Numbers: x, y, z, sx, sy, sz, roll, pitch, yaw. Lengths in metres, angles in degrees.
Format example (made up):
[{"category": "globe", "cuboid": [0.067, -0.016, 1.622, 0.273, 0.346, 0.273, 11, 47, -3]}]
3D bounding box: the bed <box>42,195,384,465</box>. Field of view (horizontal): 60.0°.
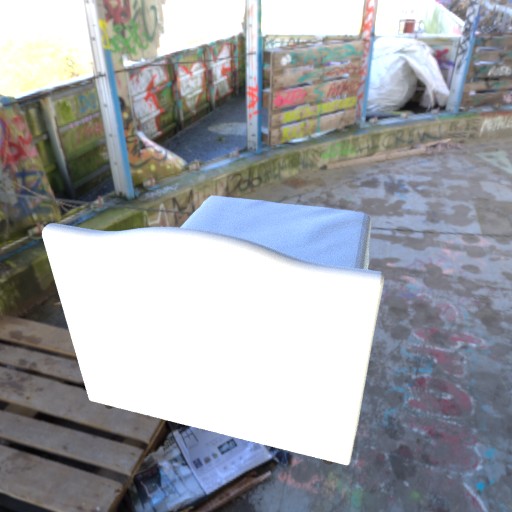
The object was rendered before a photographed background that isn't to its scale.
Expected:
[{"category": "bed", "cuboid": [0.000, 0.000, 3.307, 1.753, 1.460, 2.143, 8, 32, 14]}]
